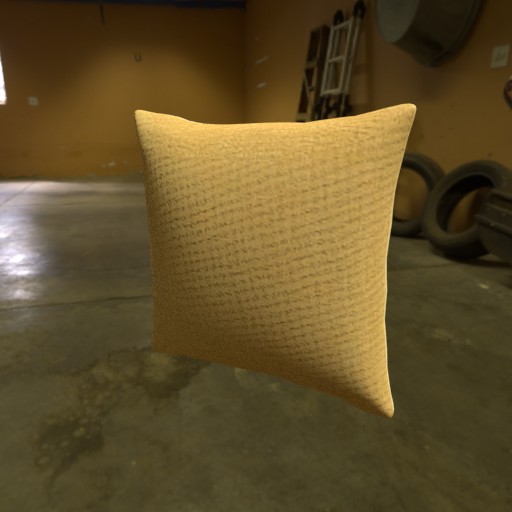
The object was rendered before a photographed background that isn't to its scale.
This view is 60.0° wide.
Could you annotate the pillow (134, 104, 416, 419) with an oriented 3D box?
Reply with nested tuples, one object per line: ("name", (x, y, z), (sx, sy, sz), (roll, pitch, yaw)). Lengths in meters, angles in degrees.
("pillow", (0.000, 0.000, 0.639), (0.419, 0.407, 0.173), (8, 18, 27))
